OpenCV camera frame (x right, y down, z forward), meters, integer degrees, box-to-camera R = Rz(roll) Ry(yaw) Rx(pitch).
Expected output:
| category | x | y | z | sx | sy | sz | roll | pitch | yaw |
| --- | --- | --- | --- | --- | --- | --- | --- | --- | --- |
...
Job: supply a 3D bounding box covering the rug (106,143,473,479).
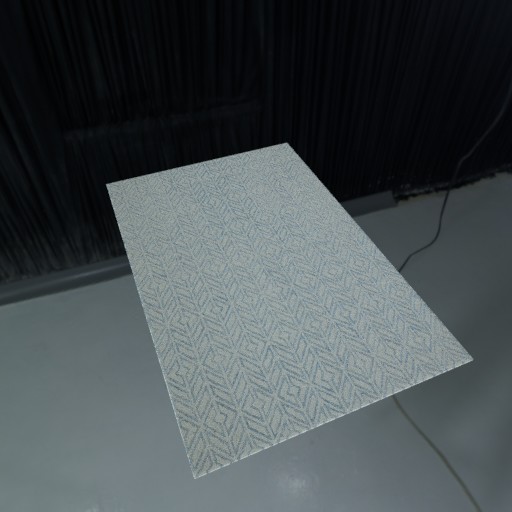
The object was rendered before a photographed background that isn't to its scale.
| category | x | y | z | sx | sy | sz | roll | pitch | yaw |
| --- | --- | --- | --- | --- | --- | --- | --- | --- | --- |
| rug | 0.000 | 0.000 | 2.286 | 1.220 | 0.008 | 1.824 | -17 | 48 | -16 |
